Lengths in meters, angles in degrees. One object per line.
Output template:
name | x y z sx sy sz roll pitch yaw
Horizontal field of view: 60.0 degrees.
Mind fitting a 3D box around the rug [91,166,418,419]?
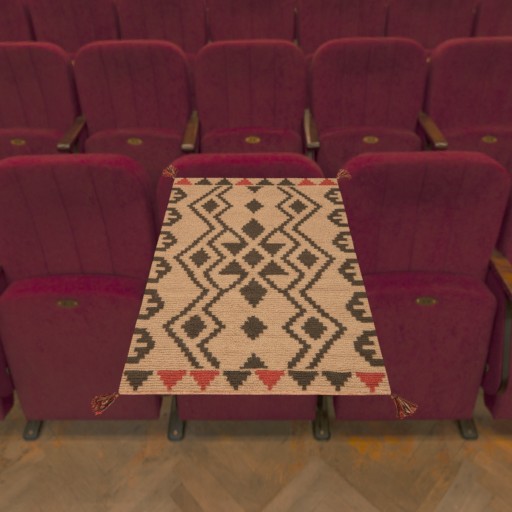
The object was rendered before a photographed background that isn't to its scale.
rug | 0.000 0.000 2.650 1.444 0.067 2.069 0 41 0
